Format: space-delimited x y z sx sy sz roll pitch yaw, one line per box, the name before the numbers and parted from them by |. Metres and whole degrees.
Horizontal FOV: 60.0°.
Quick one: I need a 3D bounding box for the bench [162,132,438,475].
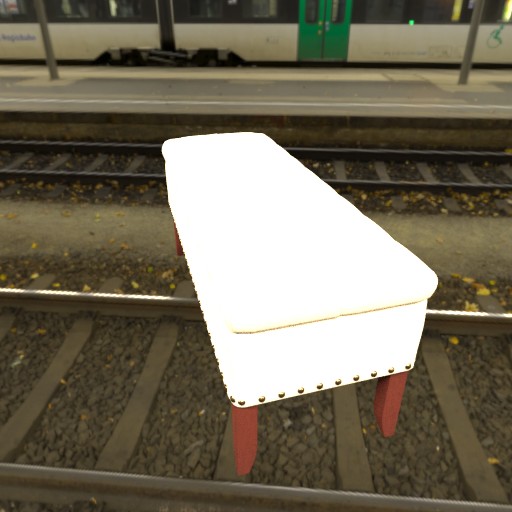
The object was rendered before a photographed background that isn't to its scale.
bench | 0.000 0.000 1.282 0.400 0.470 1.054 -8 30 -14
